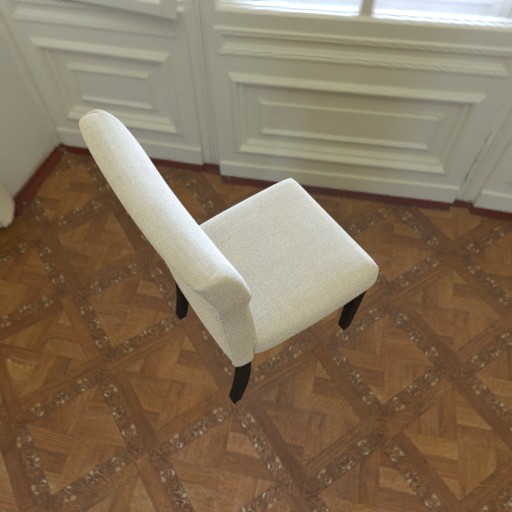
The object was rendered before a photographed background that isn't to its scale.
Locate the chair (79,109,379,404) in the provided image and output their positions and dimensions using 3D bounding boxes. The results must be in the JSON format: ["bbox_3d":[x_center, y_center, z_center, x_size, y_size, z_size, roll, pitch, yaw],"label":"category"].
[{"bbox_3d":[0.000,0.000,1.267,0.597,0.921,0.509,-30,62,-18],"label":"chair"}]
